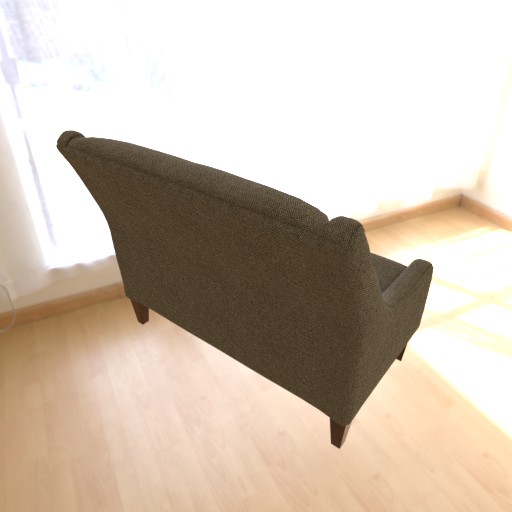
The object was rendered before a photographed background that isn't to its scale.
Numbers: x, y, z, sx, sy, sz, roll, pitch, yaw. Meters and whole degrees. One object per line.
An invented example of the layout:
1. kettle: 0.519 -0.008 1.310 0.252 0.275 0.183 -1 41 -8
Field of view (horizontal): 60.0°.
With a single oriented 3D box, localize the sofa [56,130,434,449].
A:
1. sofa: 0.000 0.000 1.850 1.242 1.021 0.870 23 39 32
